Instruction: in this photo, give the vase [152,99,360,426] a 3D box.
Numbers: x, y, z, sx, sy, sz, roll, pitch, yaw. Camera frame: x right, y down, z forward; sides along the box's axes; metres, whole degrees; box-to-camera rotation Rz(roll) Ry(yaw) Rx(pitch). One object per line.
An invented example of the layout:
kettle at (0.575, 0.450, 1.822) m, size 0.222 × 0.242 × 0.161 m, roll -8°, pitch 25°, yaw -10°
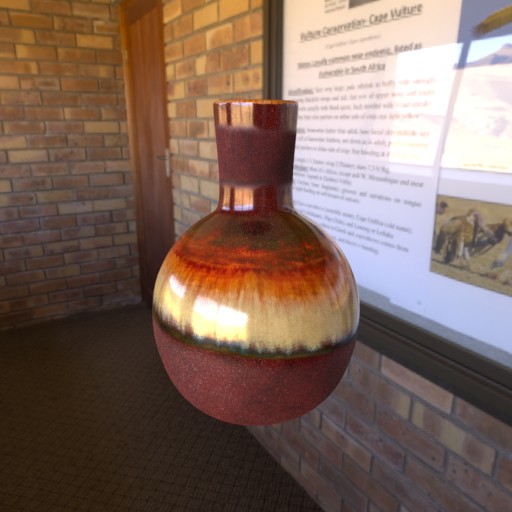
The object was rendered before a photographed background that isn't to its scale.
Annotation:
vase at (0.000, 0.000, 0.235) m, size 0.111 × 0.154 × 0.111 m, roll 0°, pitch 16°, yaw 0°
